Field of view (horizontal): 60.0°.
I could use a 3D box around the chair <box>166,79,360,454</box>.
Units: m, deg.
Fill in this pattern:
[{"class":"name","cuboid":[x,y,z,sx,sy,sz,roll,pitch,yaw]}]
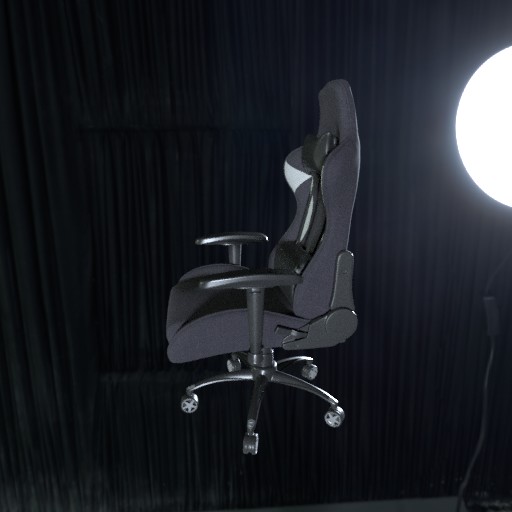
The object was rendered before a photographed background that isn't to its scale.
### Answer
[{"class":"chair","cuboid":[0.000,0.000,1.731,0.695,1.300,0.730,-2,14,-8]}]
